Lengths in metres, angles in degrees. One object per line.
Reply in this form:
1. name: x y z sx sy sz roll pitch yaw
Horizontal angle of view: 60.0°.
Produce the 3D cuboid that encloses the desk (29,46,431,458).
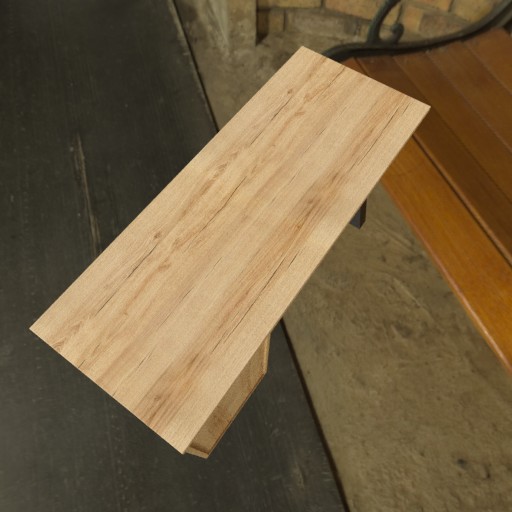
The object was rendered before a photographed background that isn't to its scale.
1. desk: 0.000 0.000 1.753 0.550 0.760 1.400 32 68 15
